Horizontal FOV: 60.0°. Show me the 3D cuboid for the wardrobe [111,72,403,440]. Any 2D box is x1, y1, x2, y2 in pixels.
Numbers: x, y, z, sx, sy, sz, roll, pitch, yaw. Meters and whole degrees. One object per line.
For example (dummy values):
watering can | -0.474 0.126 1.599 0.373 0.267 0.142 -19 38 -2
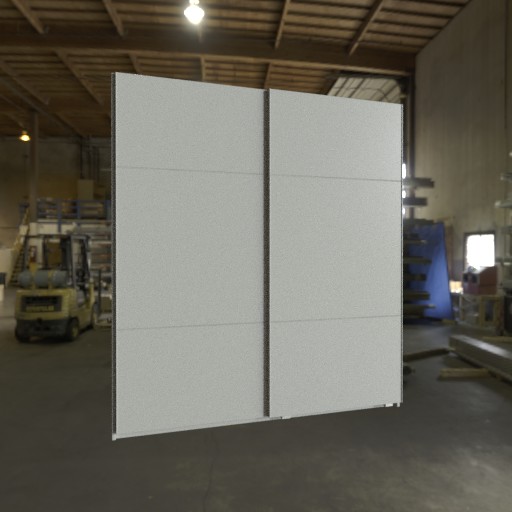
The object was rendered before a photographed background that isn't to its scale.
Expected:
wardrobe | 0.000 0.000 2.882 1.780 1.960 0.629 0 0 -18
